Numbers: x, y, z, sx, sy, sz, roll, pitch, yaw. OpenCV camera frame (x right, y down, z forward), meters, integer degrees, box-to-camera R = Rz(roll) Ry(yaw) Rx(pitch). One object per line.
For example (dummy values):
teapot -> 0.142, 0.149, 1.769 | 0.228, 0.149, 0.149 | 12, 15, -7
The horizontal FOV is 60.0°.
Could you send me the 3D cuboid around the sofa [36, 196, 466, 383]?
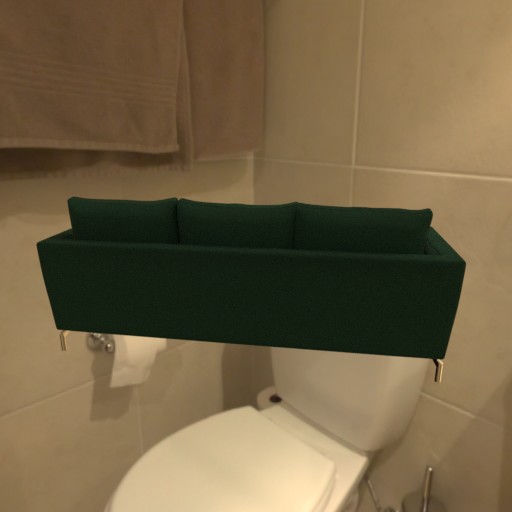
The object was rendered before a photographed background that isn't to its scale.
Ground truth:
sofa -> 0.000, 0.000, 3.222 | 2.441, 1.007, 1.489 | 3, 17, 9
